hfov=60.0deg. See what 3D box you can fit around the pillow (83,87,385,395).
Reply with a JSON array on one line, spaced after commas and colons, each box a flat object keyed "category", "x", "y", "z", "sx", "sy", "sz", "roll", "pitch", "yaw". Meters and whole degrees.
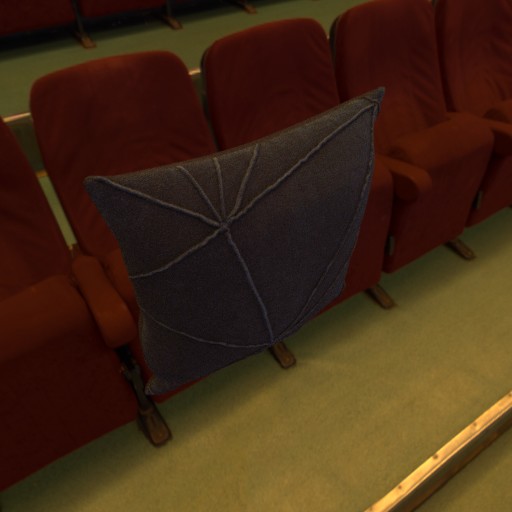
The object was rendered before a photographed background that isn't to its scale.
[{"category": "pillow", "x": 0.000, "y": 0.000, "z": 0.682, "sx": 0.439, "sy": 0.440, "sz": 0.183, "roll": -25, "pitch": 50, "yaw": -23}]
